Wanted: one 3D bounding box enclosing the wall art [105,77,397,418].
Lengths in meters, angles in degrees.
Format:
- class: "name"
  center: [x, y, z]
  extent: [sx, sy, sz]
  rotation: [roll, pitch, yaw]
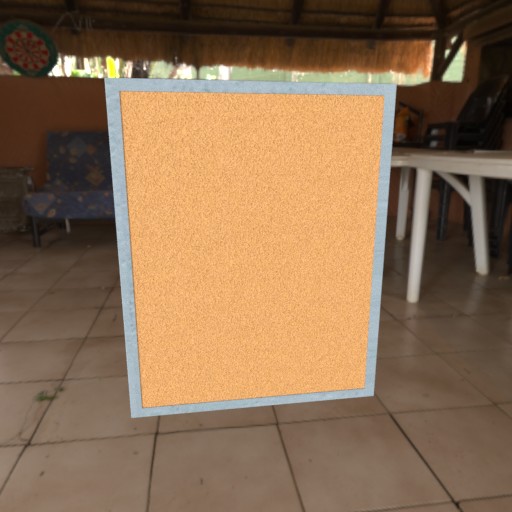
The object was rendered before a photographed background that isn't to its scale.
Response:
- class: "wall art"
  center: [0.000, 0.000, 0.693]
  extent: [0.409, 0.509, 0.037]
  rotation: [-2, 15, -9]
